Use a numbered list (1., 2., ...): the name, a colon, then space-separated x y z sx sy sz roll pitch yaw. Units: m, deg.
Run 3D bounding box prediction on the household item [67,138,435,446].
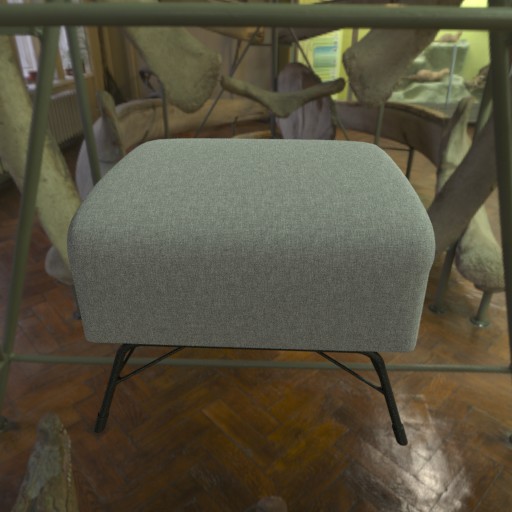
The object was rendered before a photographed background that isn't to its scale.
1. household item: 0.000 0.000 0.875 0.530 0.410 0.530 1 28 3
